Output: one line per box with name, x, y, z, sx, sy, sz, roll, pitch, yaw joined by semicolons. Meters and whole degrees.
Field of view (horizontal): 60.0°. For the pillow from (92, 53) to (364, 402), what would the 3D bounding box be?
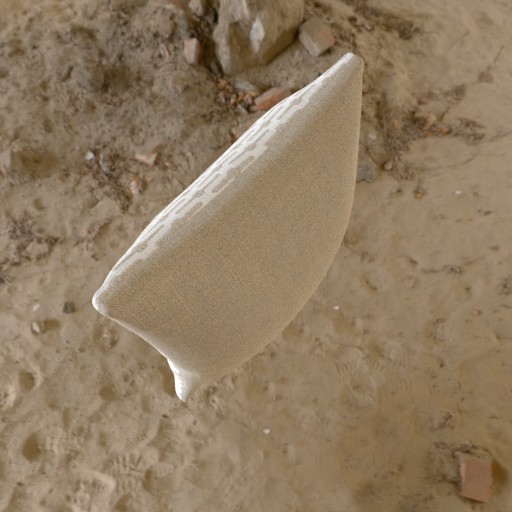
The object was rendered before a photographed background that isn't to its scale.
pillow;0.000;0.000;0.758;0.219;0.491;0.496;35;68;17
